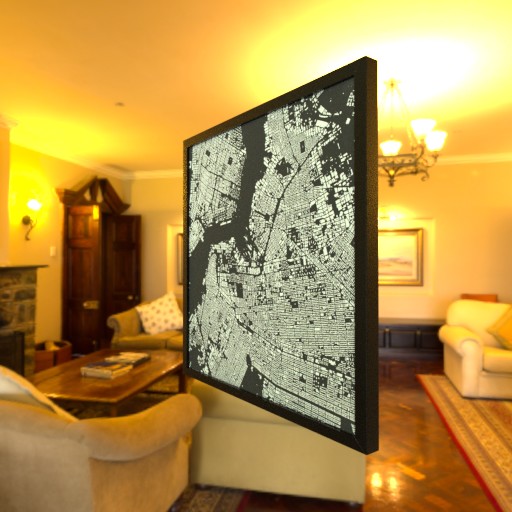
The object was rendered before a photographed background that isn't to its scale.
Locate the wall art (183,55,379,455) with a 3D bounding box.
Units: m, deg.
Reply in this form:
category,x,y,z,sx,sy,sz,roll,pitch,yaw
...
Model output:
category,x,y,z,sx,sy,sz,roll,pitch,yaw
wall art,0.000,0.000,1.156,0.038,0.761,0.755,0,-1,-36
